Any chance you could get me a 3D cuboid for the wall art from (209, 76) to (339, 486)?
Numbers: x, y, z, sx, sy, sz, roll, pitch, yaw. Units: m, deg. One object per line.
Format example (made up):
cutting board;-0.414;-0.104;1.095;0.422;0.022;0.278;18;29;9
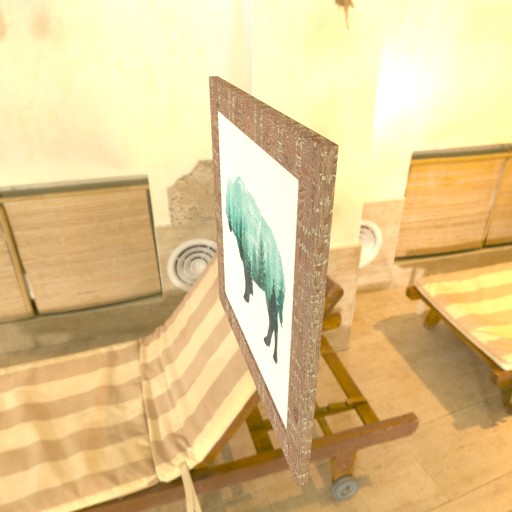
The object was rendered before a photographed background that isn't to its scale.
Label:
wall art;0.000;0.000;0.561;0.022;0.380;0.380;-9;30;-15
